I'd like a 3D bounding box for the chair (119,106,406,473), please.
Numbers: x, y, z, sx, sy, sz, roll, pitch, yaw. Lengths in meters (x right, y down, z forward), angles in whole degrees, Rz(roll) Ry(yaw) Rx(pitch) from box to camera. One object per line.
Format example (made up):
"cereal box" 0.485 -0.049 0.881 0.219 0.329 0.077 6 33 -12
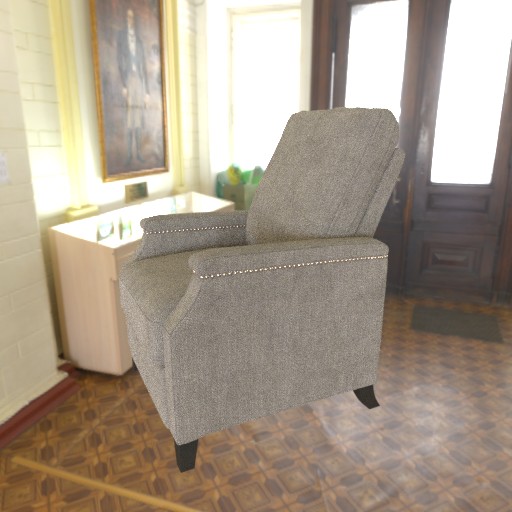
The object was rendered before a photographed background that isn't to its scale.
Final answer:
"chair" 0.000 0.000 1.630 0.922 1.049 0.710 -7 17 -25
